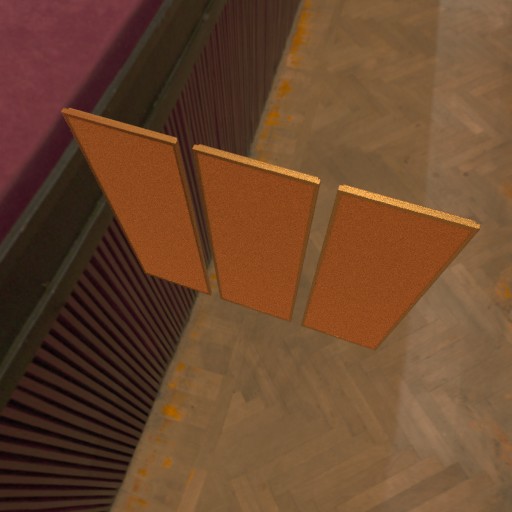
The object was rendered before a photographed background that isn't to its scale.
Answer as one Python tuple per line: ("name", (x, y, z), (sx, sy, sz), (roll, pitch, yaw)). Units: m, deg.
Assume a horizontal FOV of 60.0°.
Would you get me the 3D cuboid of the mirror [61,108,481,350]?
("mirror", (0.000, 0.000, 1.428), (1.011, 0.926, 0.023), (17, 64, 9))
